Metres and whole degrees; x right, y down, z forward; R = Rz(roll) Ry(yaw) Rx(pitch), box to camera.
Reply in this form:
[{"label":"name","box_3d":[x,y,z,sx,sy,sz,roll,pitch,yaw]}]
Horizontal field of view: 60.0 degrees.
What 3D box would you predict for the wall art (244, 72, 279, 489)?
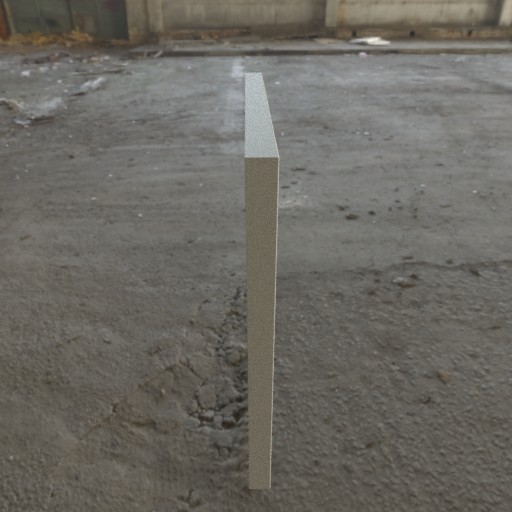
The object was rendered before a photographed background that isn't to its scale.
[{"label":"wall art","box_3d":[0.000,0.000,0.902,0.038,0.610,0.610,-1,31,-1]}]
